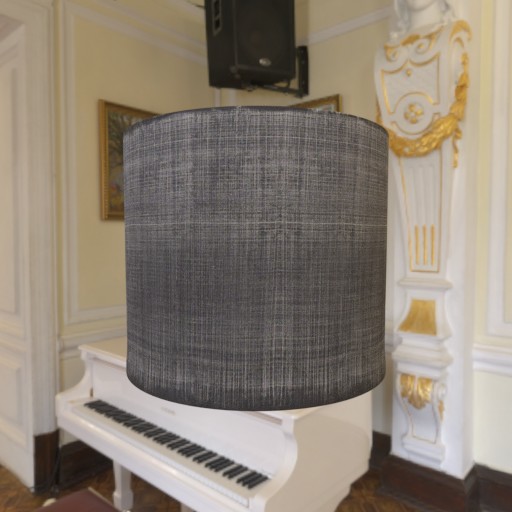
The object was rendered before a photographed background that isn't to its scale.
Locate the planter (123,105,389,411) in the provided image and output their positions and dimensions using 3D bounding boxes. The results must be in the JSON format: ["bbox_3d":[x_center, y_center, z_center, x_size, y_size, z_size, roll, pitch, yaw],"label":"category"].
[{"bbox_3d":[0.000,0.000,0.313,0.178,0.157,0.178,0,2,0],"label":"planter"}]
